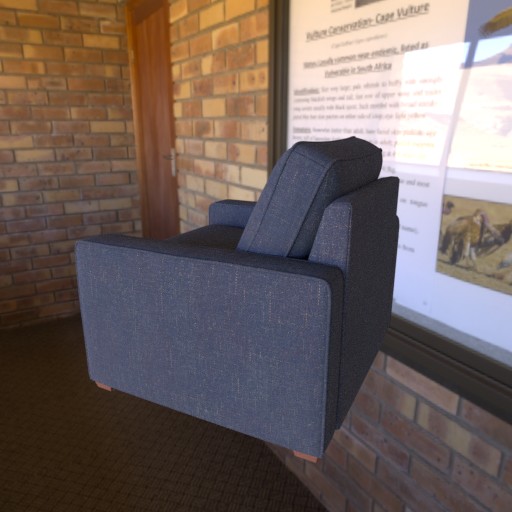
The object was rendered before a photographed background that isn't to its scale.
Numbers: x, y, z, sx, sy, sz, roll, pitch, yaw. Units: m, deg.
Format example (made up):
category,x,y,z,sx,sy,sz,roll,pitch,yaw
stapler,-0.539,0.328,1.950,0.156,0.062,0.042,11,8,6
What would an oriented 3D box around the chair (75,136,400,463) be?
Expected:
category,x,y,z,sx,sy,sz,roll,pitch,yaw
chair,0.000,0.000,1.769,0.940,0.919,1.017,8,18,26
